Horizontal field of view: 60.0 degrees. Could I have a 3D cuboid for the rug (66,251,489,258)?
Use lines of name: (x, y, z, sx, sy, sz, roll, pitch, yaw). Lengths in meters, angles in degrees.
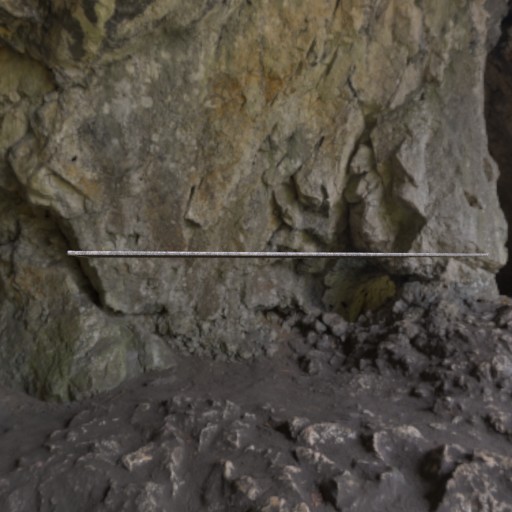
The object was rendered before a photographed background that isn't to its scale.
rug: (0.000, 0.000, 4.133, 3.049, 0.025, 2.449, 0, -1, -18)
